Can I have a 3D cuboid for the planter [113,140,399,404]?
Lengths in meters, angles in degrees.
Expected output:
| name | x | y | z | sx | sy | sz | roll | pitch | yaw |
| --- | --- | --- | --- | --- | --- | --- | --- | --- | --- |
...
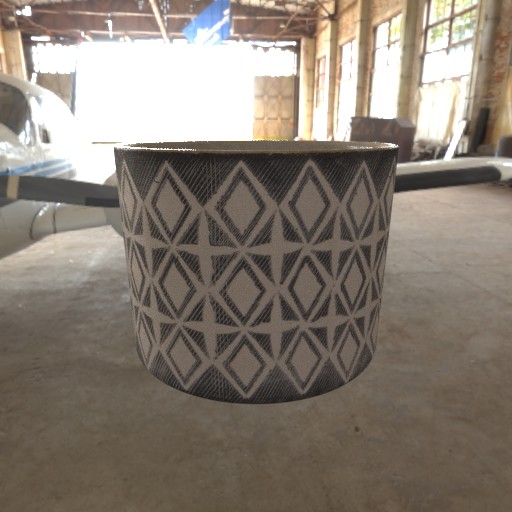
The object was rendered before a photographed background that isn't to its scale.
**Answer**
| name | x | y | z | sx | sy | sz | roll | pitch | yaw |
| --- | --- | --- | --- | --- | --- | --- | --- | --- | --- |
| planter | 0.000 | 0.000 | 0.335 | 0.192 | 0.165 | 0.192 | 0 | 16 | 0 |
